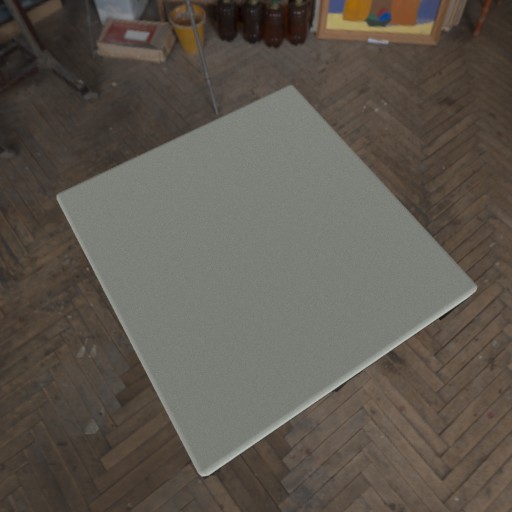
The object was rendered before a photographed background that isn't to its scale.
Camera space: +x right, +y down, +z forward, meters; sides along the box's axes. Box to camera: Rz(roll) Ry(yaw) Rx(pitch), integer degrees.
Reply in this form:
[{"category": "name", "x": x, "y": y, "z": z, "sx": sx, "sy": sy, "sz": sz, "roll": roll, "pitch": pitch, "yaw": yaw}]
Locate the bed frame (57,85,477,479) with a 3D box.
[{"category": "bed frame", "x": 0.000, "y": 0.000, "z": 3.954, "sx": 2.526, "sy": 0.680, "sz": 2.635, "roll": -30, "pitch": 67, "yaw": -14}]
